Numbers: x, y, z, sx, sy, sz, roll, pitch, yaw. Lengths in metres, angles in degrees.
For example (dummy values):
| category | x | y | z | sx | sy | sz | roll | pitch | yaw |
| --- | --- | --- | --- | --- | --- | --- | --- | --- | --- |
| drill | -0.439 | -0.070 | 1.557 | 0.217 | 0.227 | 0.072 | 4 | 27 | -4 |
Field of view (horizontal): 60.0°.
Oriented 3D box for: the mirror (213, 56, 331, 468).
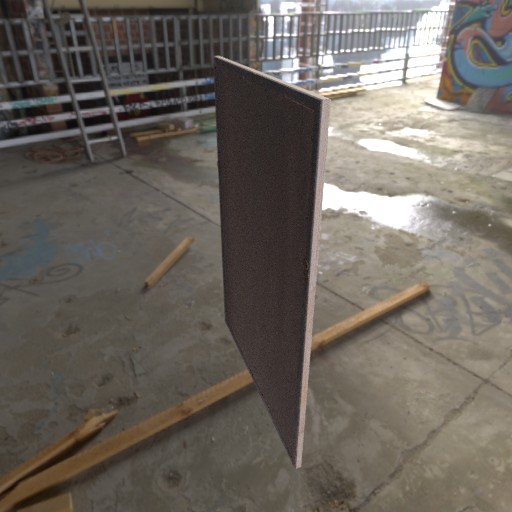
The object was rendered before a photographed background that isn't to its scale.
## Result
| category | x | y | z | sx | sy | sz | roll | pitch | yaw |
| --- | --- | --- | --- | --- | --- | --- | --- | --- | --- |
| mirror | 0.000 | 0.000 | 1.286 | 0.025 | 0.996 | 0.705 | -10 | 32 | -17 |
